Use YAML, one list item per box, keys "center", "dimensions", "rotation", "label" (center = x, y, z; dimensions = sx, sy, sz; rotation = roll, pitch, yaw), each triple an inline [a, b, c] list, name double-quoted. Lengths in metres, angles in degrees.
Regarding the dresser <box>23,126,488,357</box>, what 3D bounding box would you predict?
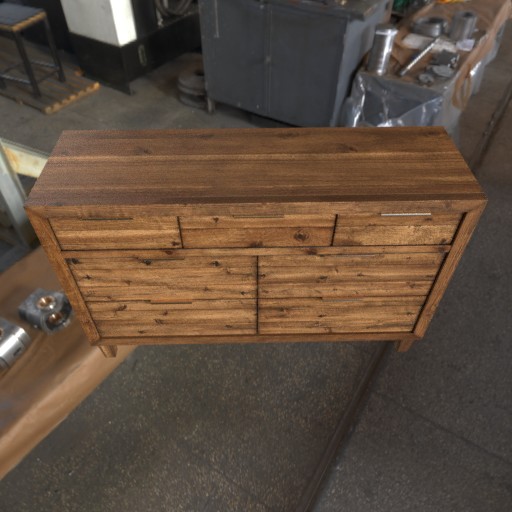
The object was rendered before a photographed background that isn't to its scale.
- center: [0.000, 0.000, 1.788]
  dimensions: [1.387, 0.892, 0.438]
  rotation: [-1, 46, -1]
  label: "dresser"
